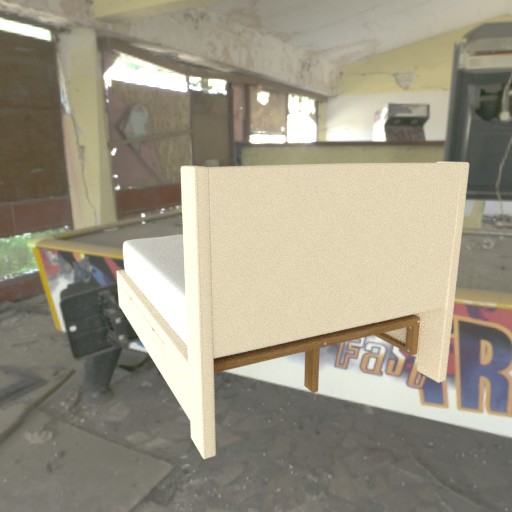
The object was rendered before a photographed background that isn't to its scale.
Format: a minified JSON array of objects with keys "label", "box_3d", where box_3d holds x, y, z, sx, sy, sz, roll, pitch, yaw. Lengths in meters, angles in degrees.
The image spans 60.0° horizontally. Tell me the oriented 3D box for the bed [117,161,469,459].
[{"label":"bed","box_3d":[0.000,0.000,3.461,1.765,1.471,2.280,-7,15,-26]}]
